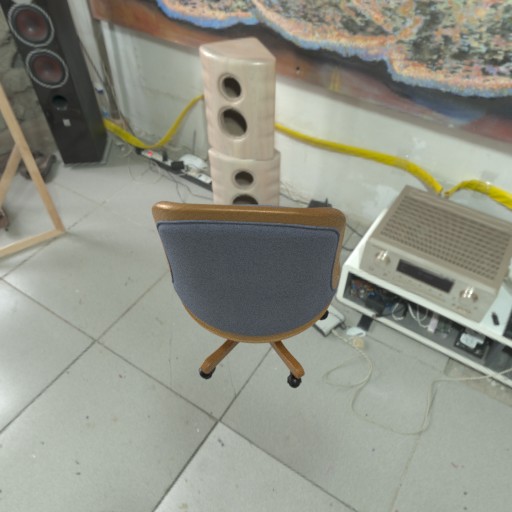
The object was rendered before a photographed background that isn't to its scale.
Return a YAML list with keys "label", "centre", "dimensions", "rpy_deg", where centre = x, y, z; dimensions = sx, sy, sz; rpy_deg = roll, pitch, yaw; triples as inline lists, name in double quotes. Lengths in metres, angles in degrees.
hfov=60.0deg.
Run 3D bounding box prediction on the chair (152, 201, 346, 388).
- label: "chair"
  centre: [0.000, 0.000, 1.461]
  dimensions: [0.605, 1.031, 0.735]
  rpy_deg: [2, 47, 2]
